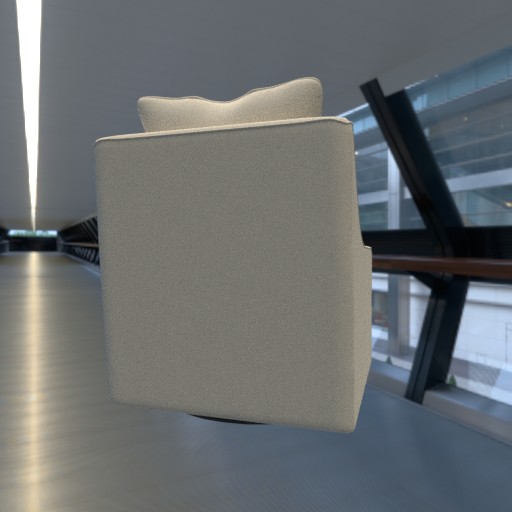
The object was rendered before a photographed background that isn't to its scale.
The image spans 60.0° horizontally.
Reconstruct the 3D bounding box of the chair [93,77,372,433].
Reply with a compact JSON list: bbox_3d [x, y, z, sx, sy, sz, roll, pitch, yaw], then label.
[{"bbox_3d":[0.000,0.000,1.580,0.756,0.965,0.876,0,1,18],"label":"chair"}]
